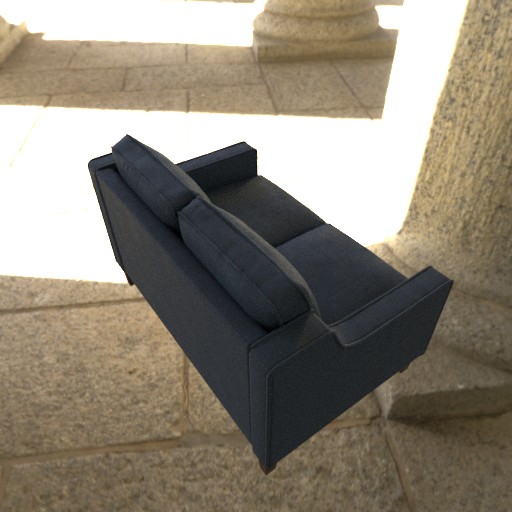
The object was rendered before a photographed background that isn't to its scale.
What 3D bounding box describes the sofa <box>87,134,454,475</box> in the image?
[{"bbox_3d":[0.000,0.000,2.168,0.987,0.971,1.501,-26,48,-26],"label":"sofa"}]
